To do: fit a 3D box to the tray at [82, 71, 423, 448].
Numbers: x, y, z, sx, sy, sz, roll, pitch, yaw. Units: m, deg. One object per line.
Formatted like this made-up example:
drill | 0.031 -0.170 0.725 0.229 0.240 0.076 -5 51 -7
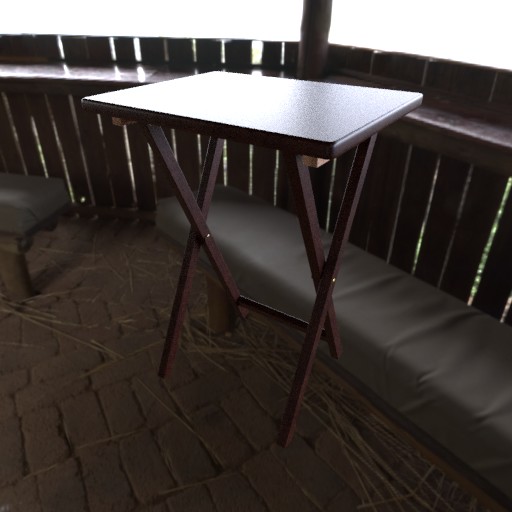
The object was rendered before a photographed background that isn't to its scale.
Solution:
tray | 0.000 0.000 0.954 0.483 0.660 0.381 19 36 29
